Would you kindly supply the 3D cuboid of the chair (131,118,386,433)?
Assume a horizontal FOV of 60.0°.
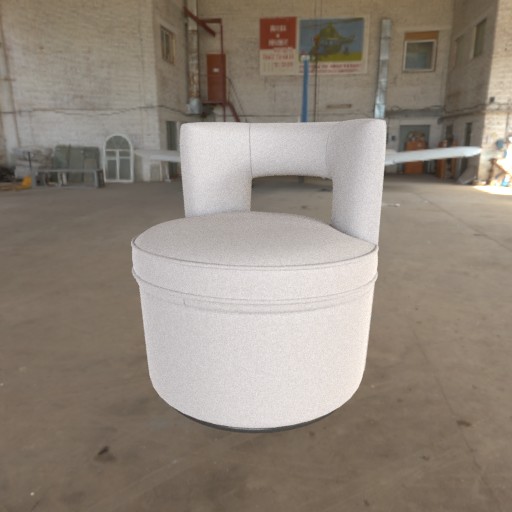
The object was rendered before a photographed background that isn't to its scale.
[{"bbox_3d":[0.000,0.000,1.215,0.650,0.723,0.665,8,16,27],"label":"chair"}]
